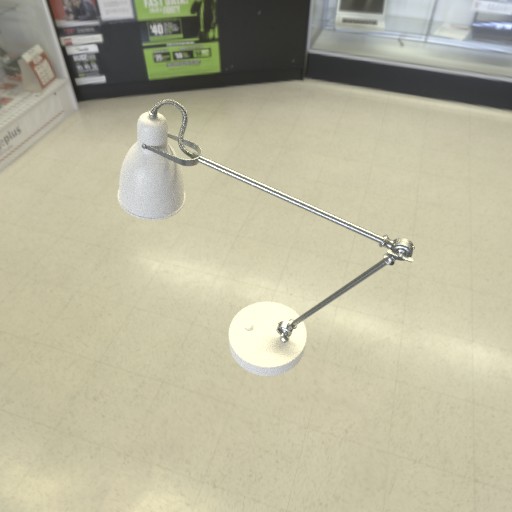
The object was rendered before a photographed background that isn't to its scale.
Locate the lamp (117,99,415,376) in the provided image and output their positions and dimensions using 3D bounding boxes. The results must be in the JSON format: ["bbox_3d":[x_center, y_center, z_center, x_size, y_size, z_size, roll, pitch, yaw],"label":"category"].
[{"bbox_3d":[0.000,0.000,0.880,0.561,0.587,0.187,15,48,14],"label":"lamp"}]
